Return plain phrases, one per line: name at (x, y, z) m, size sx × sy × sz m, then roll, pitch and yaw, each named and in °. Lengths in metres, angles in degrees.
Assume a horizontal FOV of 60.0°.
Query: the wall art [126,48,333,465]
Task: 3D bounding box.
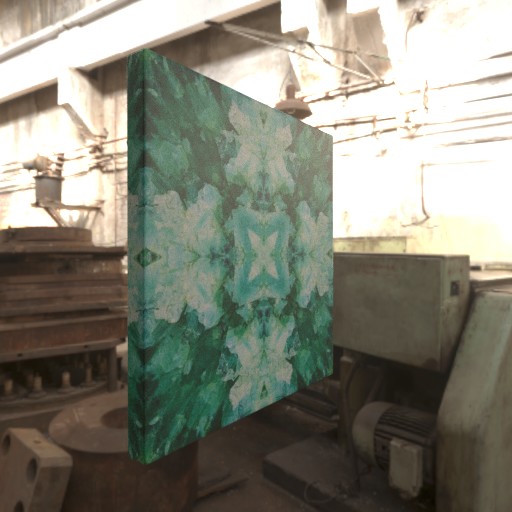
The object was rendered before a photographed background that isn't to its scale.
wall art at (0.000, 0.000, 0.750) m, size 0.038 × 0.508 × 0.507 m, roll 0°, pitch 1°, yaw 36°
